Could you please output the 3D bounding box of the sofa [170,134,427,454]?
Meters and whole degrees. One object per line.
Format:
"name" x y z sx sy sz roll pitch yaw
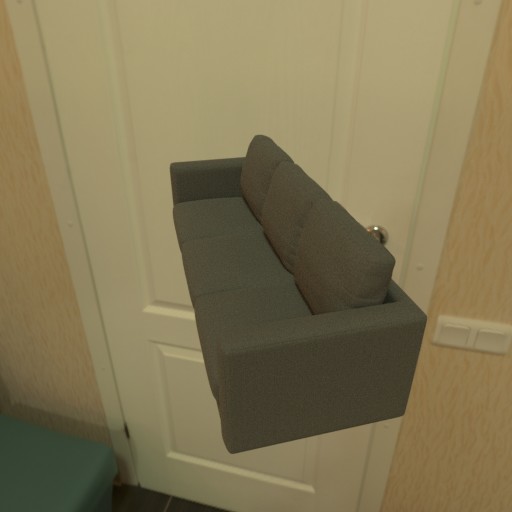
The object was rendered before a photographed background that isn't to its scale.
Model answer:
"sofa" 0.000 0.000 2.499 0.802 0.912 2.029 -7 31 -12
